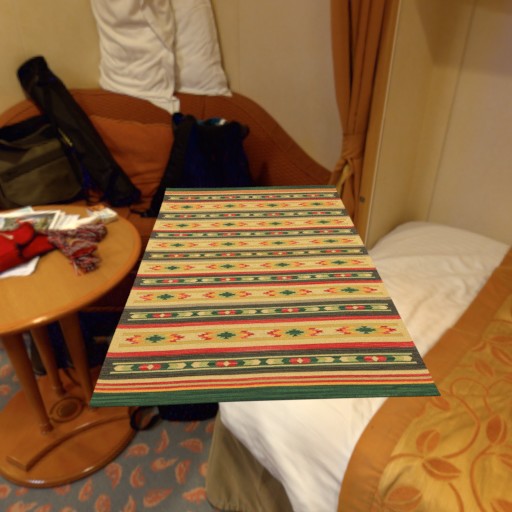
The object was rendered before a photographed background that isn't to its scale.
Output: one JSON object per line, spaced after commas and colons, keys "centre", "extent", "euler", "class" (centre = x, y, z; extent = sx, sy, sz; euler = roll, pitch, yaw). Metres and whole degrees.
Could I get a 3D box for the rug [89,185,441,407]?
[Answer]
{"centre": [0.000, 0.000, 2.958], "extent": [1.520, 0.011, 2.447], "euler": [-1, 31, -2], "class": "rug"}
